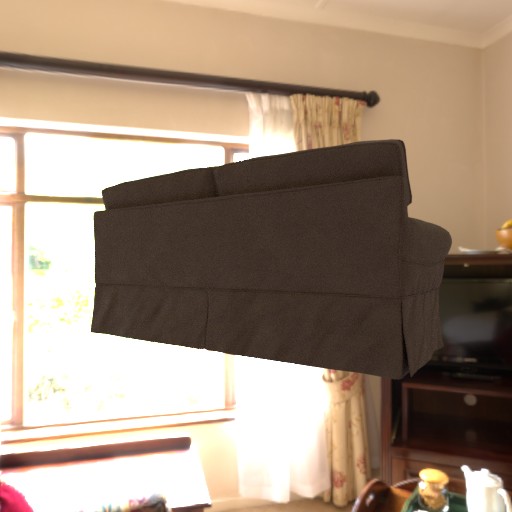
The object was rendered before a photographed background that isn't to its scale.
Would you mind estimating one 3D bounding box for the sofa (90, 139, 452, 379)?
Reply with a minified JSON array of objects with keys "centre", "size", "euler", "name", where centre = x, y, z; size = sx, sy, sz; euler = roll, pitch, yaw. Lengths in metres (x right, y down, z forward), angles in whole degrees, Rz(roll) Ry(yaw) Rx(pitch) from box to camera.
[{"centre":[0.000,0.000,2.895],"size":[2.256,1.094,0.983],"euler":[-1,-1,36],"name":"sofa"}]
